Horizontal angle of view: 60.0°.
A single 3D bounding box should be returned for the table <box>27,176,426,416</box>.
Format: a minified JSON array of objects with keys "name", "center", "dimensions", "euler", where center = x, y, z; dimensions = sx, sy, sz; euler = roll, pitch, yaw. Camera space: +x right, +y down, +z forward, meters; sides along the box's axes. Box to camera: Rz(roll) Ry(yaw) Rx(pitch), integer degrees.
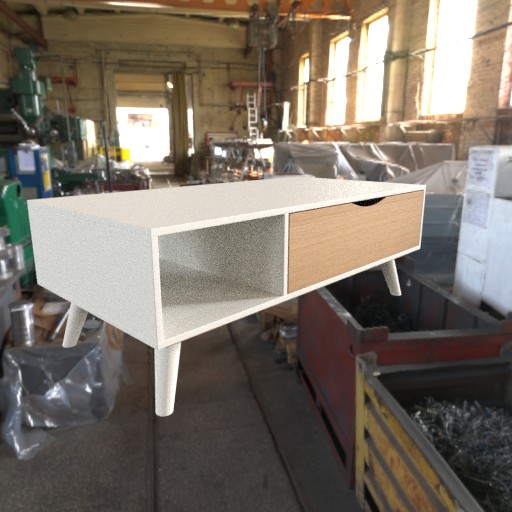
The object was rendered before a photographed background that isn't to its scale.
[{"name":"table","center":[0.000,0.000,1.491],"dimensions":[0.609,0.432,1.194],"euler":[13,20,42]}]
